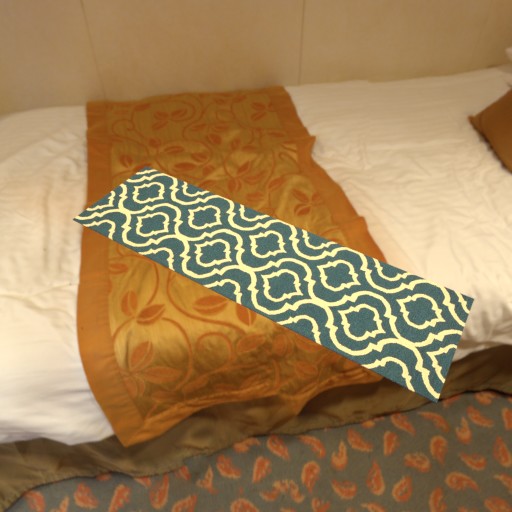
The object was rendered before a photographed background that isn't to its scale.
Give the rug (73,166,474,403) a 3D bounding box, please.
[{"bbox_3d":[0.000,0.000,2.569,2.296,0.006,0.685,24,50,22],"label":"rug"}]
